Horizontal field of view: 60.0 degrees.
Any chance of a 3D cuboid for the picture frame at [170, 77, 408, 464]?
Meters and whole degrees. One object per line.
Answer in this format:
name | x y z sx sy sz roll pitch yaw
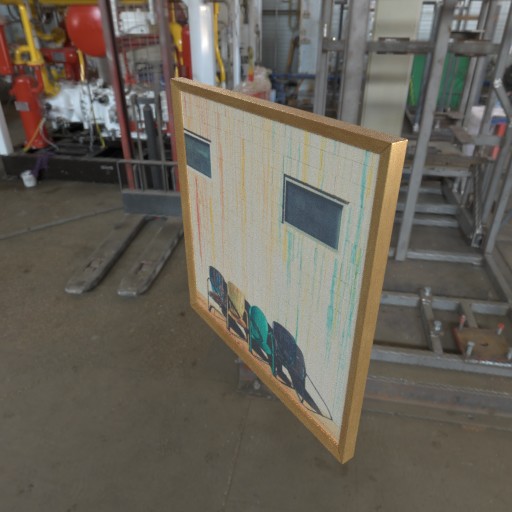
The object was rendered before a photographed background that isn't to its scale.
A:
picture frame | 0.000 0.000 1.128 0.037 0.761 0.758 -19 35 -30
